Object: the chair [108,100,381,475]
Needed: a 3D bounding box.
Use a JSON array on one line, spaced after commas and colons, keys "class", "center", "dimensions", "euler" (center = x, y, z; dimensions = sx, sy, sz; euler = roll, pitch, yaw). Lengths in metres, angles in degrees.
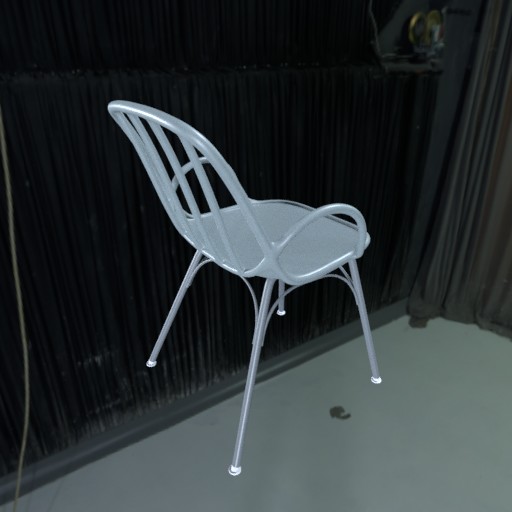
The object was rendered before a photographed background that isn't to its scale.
[{"class": "chair", "center": [0.000, 0.000, 1.185], "dimensions": [0.597, 0.816, 0.549], "euler": [-17, 31, -32]}]
